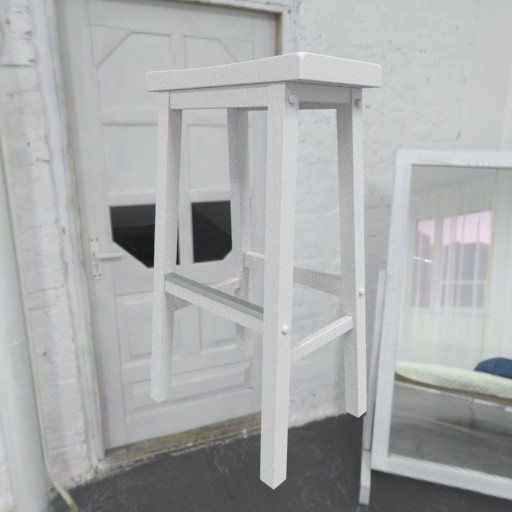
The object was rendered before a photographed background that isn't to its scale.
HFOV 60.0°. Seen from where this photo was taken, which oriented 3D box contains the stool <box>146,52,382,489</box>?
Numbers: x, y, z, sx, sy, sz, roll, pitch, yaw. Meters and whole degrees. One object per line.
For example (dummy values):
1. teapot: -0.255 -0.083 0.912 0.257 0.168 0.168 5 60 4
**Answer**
1. stool: 0.000 0.000 0.949 0.406 0.742 0.322 16 23 42
